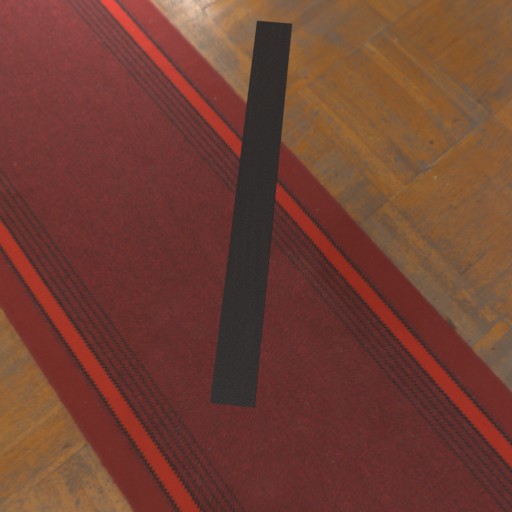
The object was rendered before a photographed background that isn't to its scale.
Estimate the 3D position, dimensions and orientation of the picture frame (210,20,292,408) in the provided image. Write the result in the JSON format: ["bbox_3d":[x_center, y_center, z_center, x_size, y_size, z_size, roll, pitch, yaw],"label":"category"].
[{"bbox_3d":[0.000,0.000,0.758,0.044,0.555,0.452,6,75,2],"label":"picture frame"}]
